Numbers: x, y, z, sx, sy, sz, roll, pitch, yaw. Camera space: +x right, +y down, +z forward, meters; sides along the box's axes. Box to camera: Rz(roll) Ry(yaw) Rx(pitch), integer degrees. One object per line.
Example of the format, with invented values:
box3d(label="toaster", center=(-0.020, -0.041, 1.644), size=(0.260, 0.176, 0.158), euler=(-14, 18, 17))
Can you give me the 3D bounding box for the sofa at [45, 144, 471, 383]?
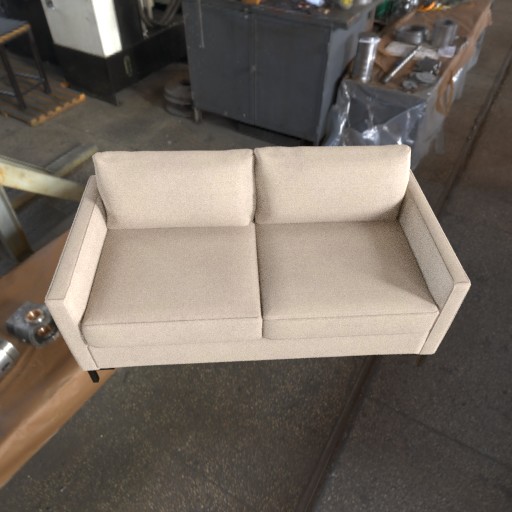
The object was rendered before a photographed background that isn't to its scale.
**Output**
box3d(label="sofa", center=(0.000, 0.000, 2.133), size=(1.682, 0.840, 0.875), euler=(-2, 45, -2))
